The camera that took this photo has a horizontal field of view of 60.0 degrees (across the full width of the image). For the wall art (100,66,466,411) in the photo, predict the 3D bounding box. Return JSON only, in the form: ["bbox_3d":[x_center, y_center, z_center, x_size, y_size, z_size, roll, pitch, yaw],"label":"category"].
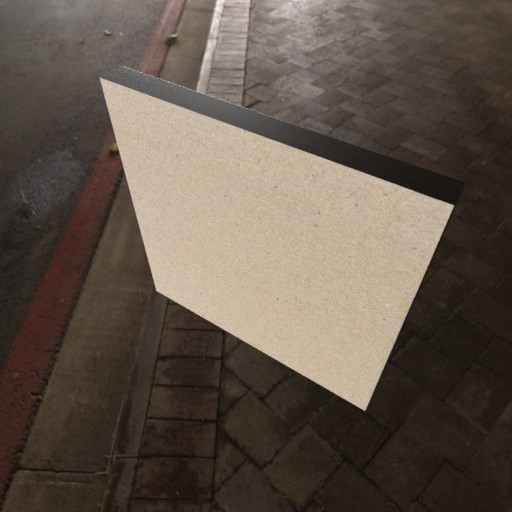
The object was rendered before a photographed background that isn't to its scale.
[{"bbox_3d":[0.000,0.000,0.474,0.327,0.318,0.029,26,52,22],"label":"wall art"}]
